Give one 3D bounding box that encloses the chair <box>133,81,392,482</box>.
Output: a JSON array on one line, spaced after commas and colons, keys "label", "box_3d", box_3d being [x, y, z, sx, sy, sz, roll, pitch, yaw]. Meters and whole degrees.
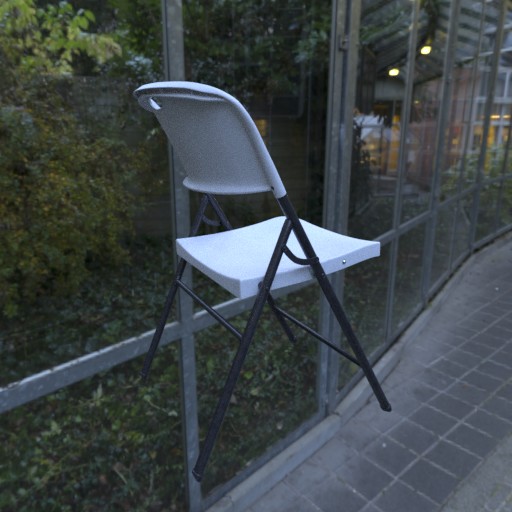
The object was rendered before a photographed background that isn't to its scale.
[{"label": "chair", "box_3d": [0.000, 0.000, 1.158, 0.566, 0.810, 0.494, -8, 17, -27]}]
